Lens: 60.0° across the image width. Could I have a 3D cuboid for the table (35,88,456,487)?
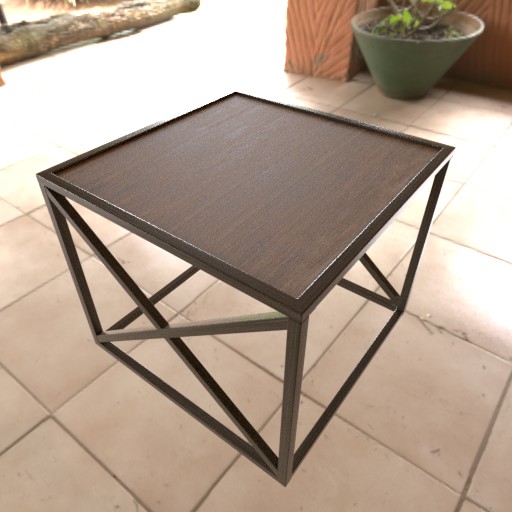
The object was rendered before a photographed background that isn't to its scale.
[{"bbox_3d":[0.000,0.000,1.062,0.611,0.507,0.609,26,46,28],"label":"table"}]
